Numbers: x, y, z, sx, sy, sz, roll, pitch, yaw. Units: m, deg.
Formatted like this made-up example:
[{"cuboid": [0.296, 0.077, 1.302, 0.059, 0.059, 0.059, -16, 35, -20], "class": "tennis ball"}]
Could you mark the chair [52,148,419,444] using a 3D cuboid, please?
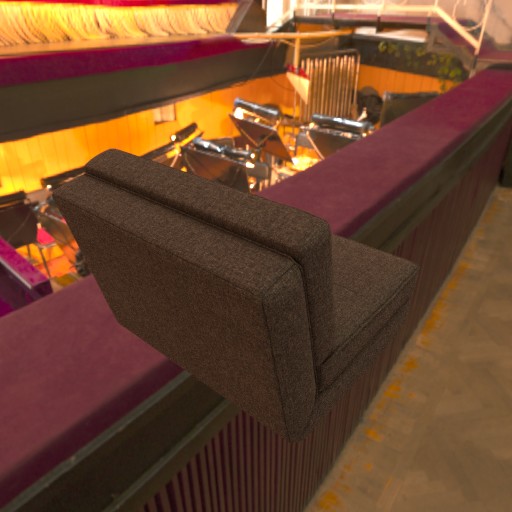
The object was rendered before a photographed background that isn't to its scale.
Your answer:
[{"cuboid": [0.000, 0.000, 1.313, 0.740, 0.615, 0.800, 23, 38, 34], "class": "chair"}]
